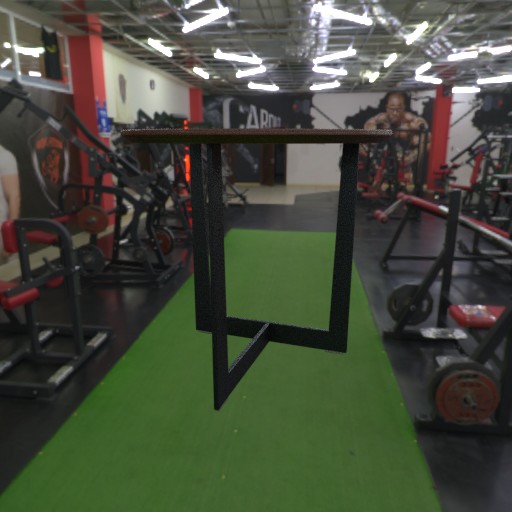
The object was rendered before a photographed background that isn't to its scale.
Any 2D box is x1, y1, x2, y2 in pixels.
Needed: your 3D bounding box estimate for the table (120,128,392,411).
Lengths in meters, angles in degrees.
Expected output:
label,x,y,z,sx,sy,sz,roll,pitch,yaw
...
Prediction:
label,x,y,z,sx,sy,sz,roll,pitch,yaw
table,0.000,0.000,0.878,0.477,0.476,0.494,2,15,9
